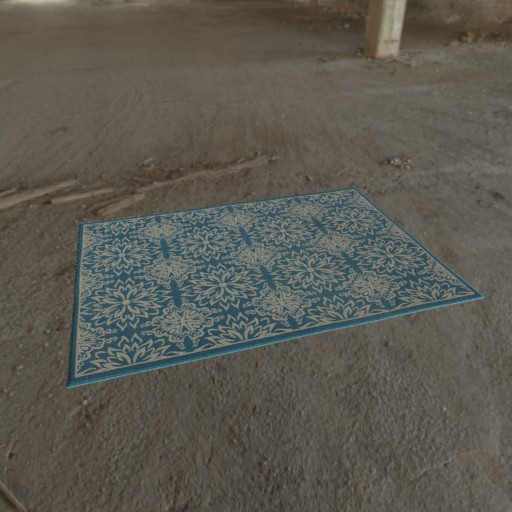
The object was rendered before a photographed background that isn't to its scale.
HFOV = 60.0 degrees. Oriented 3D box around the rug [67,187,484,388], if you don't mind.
[{"bbox_3d":[0.000,0.000,2.835,2.205,0.012,1.554,-9,34,-14],"label":"rug"}]
